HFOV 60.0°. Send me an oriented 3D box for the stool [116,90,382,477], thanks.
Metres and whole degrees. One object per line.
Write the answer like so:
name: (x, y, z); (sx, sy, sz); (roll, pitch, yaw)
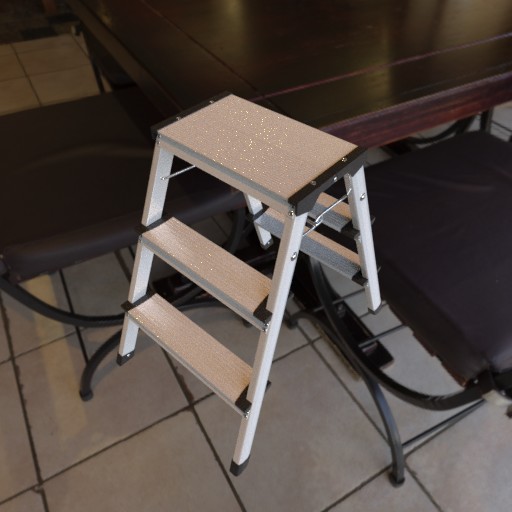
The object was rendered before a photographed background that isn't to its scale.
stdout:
stool: (0.000, 0.000, 1.010); (0.437, 0.605, 0.622); (32, 53, 28)
